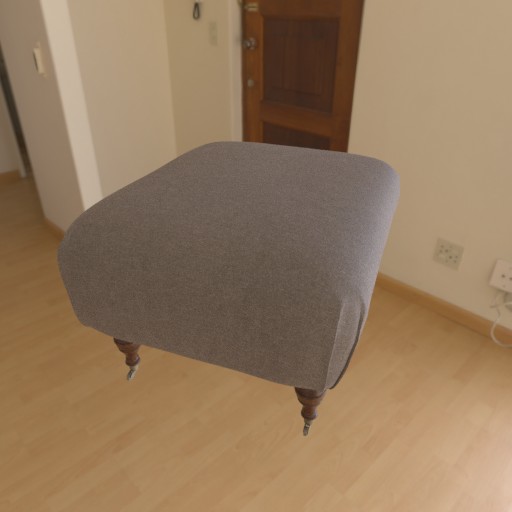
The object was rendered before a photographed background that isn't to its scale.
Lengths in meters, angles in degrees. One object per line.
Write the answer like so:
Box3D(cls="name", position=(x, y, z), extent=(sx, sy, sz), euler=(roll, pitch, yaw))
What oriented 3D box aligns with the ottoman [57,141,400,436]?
Box3D(cls="ottoman", position=(0.000, 0.000, 1.126), extent=(0.622, 0.450, 0.747), euler=(11, 32, 18))
